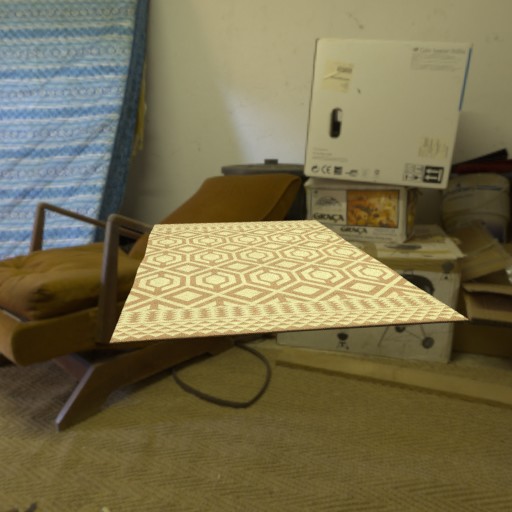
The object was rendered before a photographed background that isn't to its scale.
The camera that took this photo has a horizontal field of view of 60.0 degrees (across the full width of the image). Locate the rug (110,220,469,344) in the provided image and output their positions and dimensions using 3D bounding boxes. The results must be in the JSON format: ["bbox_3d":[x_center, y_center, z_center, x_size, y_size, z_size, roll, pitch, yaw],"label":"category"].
[{"bbox_3d":[0.000,0.000,2.988,1.526,0.011,2.435,-2,15,-8],"label":"rug"}]
